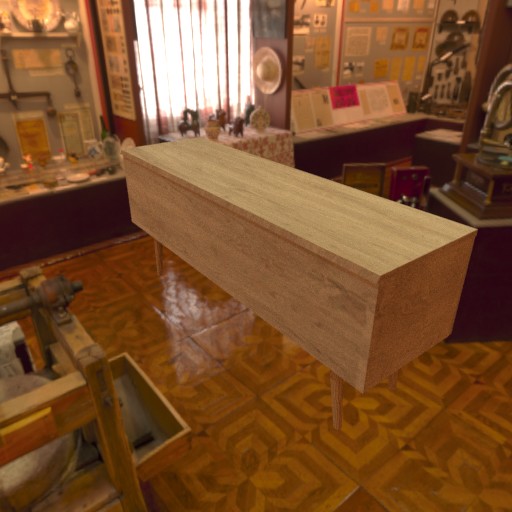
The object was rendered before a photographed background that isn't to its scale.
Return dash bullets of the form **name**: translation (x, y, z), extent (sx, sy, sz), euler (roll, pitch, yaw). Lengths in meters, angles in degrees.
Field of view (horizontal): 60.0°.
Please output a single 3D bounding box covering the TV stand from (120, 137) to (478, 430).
- **TV stand**: translation (0.000, 0.000, 1.580), extent (0.401, 0.565, 1.313), euler (-19, 33, -33)
